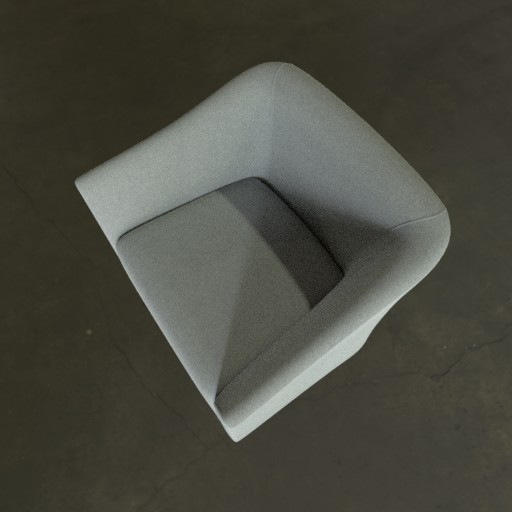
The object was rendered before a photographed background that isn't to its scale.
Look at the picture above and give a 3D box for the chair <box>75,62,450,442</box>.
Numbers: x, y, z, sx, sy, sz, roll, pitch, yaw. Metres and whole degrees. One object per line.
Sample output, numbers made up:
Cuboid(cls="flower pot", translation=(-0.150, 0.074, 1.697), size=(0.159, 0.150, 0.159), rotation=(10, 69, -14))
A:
Cuboid(cls="chair", translation=(0.000, 0.000, 1.347), size=(0.700, 0.720, 0.790), rotation=(-32, 67, -15))
